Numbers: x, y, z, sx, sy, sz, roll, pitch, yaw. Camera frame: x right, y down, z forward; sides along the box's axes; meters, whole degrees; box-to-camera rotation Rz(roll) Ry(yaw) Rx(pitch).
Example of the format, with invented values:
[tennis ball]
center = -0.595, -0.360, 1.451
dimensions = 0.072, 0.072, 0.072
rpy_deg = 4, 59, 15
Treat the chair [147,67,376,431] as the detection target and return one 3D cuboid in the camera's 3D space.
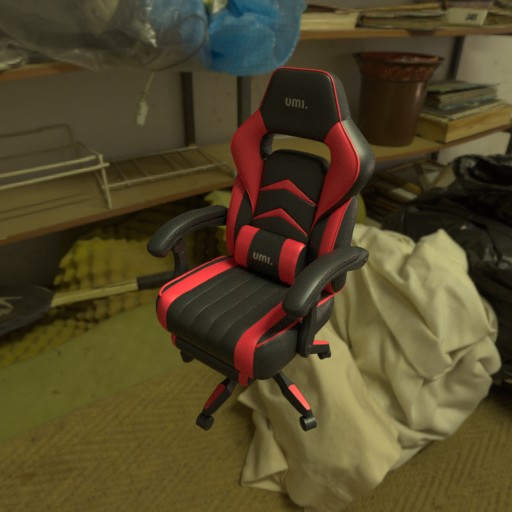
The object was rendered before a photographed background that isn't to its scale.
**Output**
[chair]
center = 0.000, 0.000, 1.626
dimensions = 0.700, 1.220, 0.700
rpy_deg = 20, 36, 31
